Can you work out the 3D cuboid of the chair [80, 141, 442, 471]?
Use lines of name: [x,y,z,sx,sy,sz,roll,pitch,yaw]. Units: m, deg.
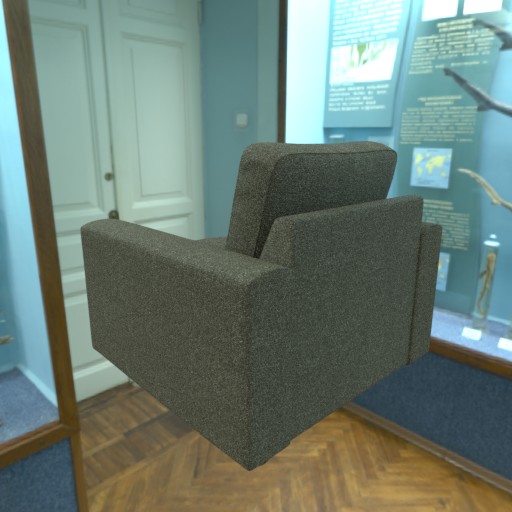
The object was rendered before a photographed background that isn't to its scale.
chair: [0.000,0.000,1.737,1.005,0.873,1.016,-14,20,-41]
